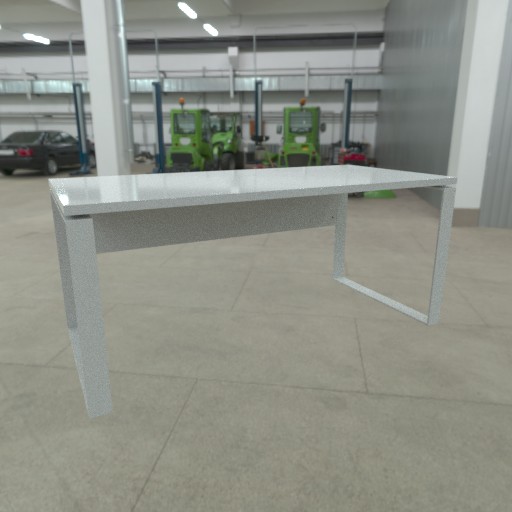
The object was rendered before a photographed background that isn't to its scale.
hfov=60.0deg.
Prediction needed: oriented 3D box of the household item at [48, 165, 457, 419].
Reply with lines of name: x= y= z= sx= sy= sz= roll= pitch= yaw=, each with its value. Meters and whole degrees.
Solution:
household item: x=0.000 y=0.000 z=2.138 sx=1.700 sy=0.745 sz=0.800 roll=-8 pitch=18 yaw=-26
